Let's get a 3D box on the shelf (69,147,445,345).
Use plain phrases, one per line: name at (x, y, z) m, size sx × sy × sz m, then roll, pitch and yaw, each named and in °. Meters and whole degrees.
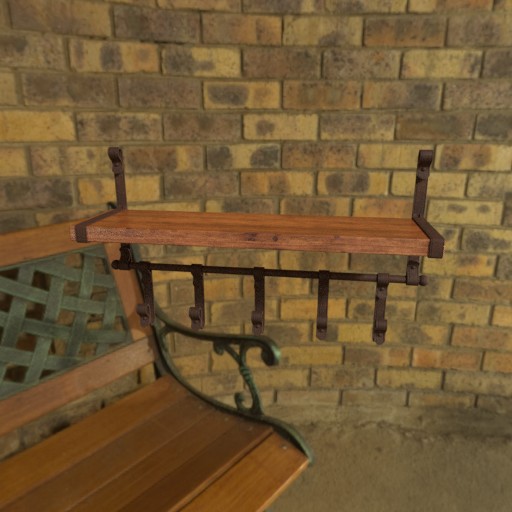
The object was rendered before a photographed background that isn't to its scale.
shelf at (0.000, 0.000, 0.712) m, size 0.567 × 0.330 × 0.146 m, roll 3°, pitch 17°, yaw 9°
